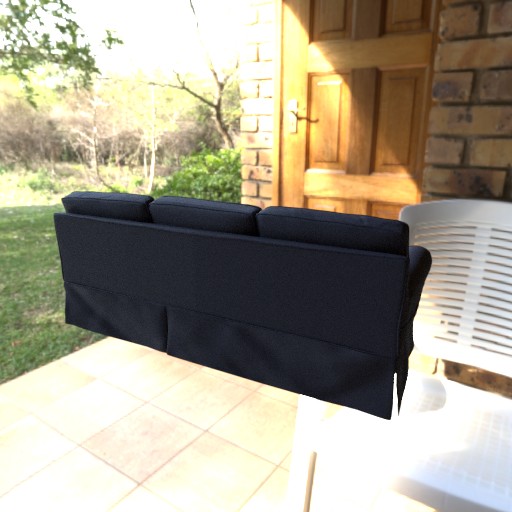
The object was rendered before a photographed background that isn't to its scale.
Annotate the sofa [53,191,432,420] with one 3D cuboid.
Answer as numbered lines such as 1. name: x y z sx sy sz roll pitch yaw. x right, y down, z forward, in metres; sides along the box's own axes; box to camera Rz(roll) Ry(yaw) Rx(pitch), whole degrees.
1. sofa: 0.000 0.000 3.377 2.518 1.039 1.637 9 18 27
